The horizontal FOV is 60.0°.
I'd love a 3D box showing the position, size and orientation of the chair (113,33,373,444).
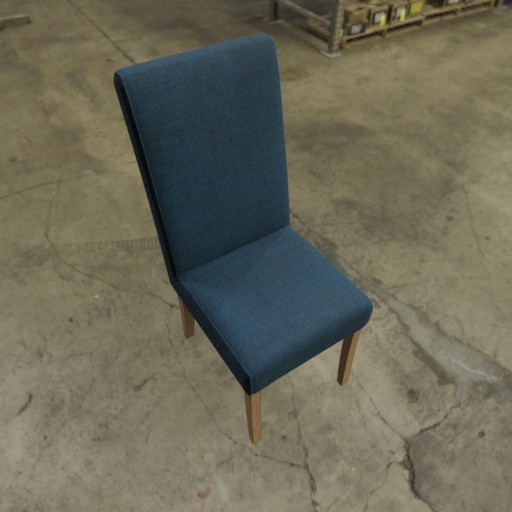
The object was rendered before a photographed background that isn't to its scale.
[{"bbox_3d":[0.000,0.000,1.332,0.450,1.029,0.610,-25,52,-22],"label":"chair"}]
